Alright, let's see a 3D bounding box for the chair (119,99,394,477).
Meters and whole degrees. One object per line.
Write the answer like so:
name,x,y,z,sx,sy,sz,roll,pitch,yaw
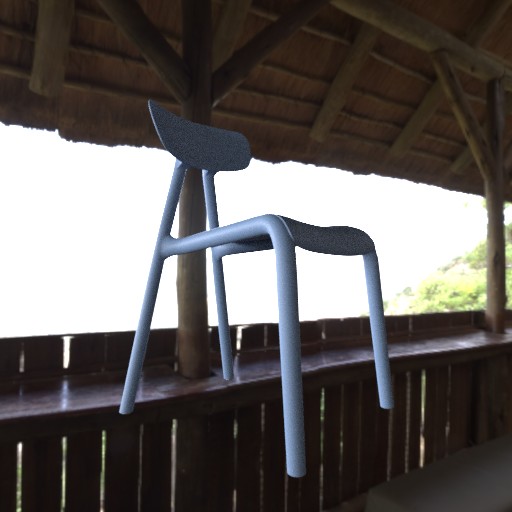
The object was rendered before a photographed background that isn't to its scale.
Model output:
chair,0.000,0.000,0.829,0.401,0.580,0.356,-1,-1,36
